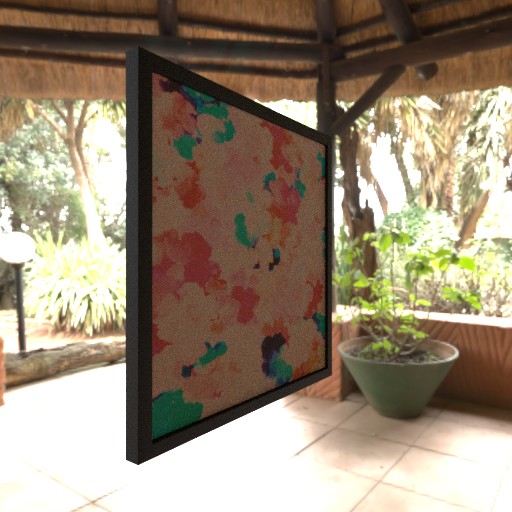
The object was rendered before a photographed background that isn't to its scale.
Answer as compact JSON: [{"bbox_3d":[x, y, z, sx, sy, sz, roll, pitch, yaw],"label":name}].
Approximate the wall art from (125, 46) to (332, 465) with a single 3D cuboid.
[{"bbox_3d":[0.000,0.000,0.448,0.015,0.304,0.306,0,0,37],"label":"wall art"}]
